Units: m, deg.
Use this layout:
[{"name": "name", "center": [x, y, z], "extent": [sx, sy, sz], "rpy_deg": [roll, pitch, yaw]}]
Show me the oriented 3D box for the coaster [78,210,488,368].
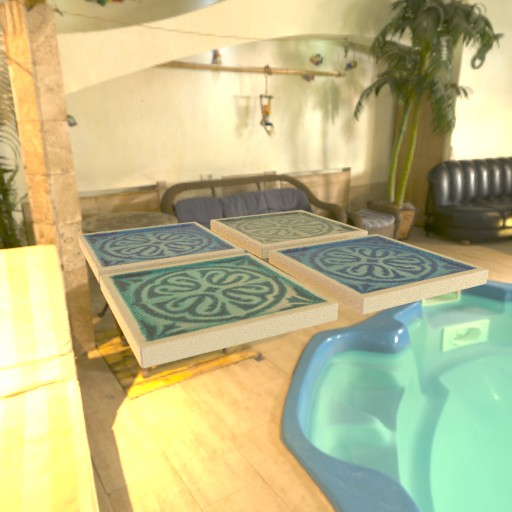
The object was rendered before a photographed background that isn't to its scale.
[{"name": "coaster", "center": [0.000, 0.000, 0.323], "extent": [0.219, 0.010, 0.214], "rpy_deg": [-9, 19, -26]}]
